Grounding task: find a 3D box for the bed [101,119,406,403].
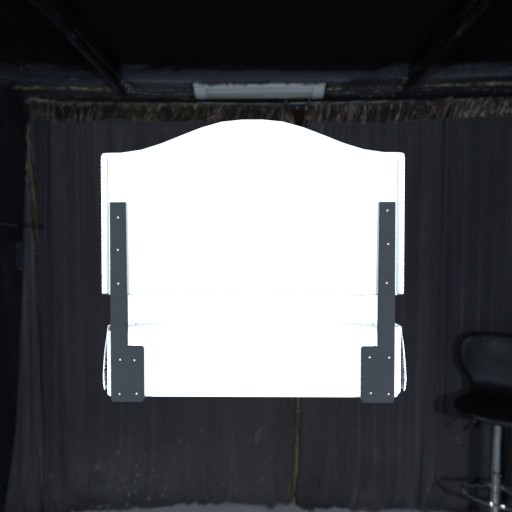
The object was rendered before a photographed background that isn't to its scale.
[{"bbox_3d":[0.000,0.000,3.582,1.813,1.607,2.180,0,1,1],"label":"bed"}]
